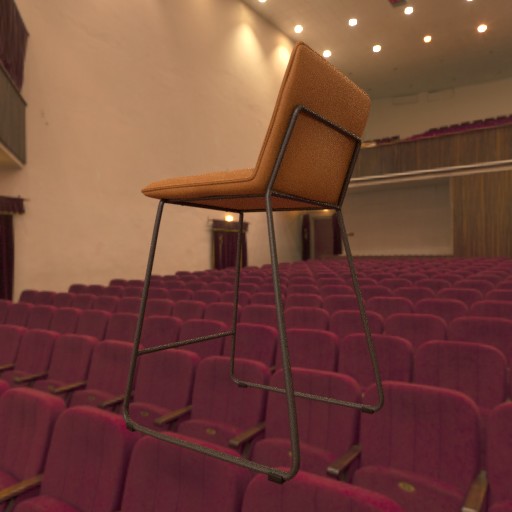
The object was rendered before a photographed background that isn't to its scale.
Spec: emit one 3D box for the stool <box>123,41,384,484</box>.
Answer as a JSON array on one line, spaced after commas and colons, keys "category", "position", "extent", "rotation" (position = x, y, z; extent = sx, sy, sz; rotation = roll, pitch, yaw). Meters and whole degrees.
[{"category": "stool", "position": [0.000, 0.000, 1.168], "extent": [0.524, 0.866, 0.489], "rotation": [0, -1, 35]}]
